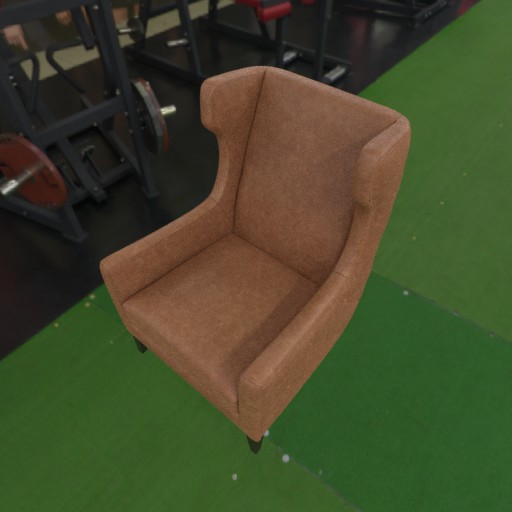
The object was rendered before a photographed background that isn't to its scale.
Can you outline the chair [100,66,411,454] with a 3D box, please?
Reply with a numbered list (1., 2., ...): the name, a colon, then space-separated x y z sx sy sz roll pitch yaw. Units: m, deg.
1. chair: 0.000 0.000 1.675 0.766 1.079 0.899 32 55 26
